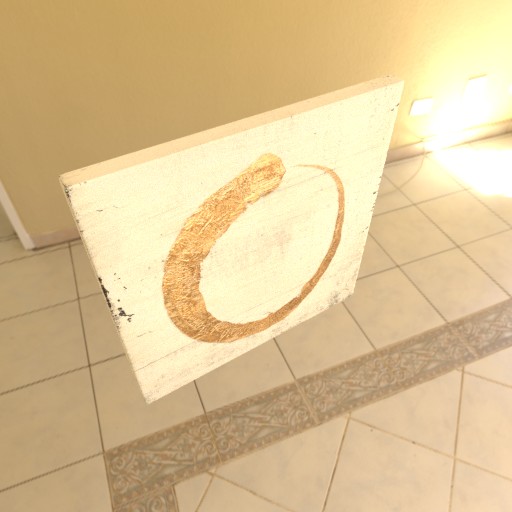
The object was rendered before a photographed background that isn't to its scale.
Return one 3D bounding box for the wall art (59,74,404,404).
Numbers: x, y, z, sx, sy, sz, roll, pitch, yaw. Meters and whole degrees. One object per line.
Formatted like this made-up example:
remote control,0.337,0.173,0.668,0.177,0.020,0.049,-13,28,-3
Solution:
wall art,0.000,0.000,0.916,0.610,0.611,0.040,-24,50,-22
